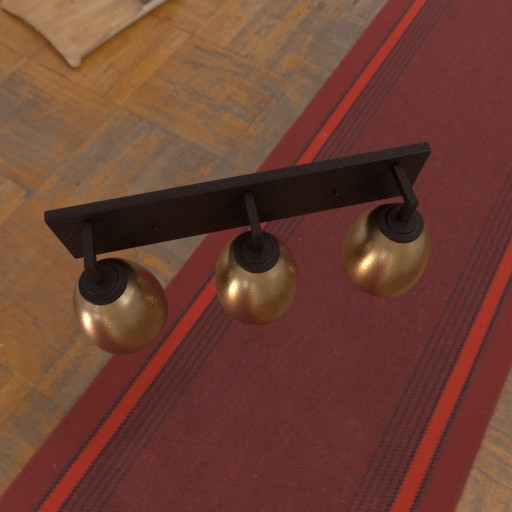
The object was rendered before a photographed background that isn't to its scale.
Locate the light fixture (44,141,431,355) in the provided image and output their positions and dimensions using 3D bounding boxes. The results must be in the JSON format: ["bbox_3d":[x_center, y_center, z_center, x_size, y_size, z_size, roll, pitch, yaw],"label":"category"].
[{"bbox_3d":[0.000,0.000,0.670,0.582,0.204,0.157,-11,64,-6],"label":"light fixture"}]
